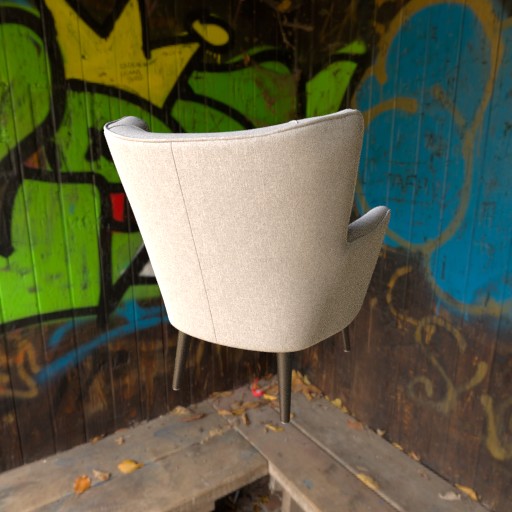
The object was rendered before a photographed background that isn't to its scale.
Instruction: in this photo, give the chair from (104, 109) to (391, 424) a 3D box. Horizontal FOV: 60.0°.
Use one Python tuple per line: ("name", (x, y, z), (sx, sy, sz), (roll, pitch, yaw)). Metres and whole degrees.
("chair", (0.000, 0.000, 1.546), (0.781, 0.933, 0.888), (7, 16, 27))
